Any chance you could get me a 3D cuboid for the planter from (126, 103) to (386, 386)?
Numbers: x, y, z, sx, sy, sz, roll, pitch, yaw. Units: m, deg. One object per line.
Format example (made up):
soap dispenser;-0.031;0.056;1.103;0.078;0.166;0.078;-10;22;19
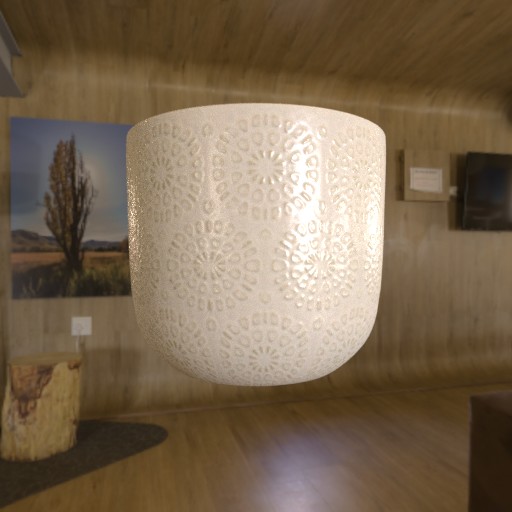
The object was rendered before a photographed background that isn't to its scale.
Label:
planter;0.000;0.000;0.303;0.170;0.152;0.170;0;0;0
